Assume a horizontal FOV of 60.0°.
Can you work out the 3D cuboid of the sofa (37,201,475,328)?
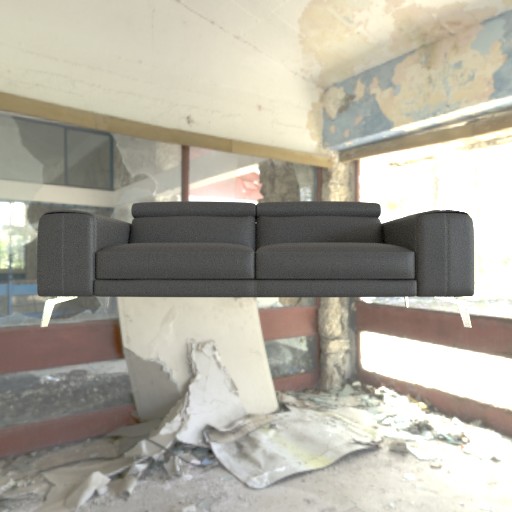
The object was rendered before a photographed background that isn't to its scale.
[{"bbox_3d":[0.000,0.000,2.823,2.321,0.759,1.023,0,0,0],"label":"sofa"}]
